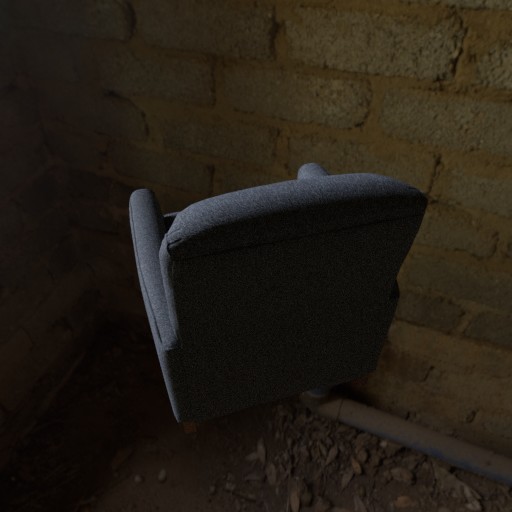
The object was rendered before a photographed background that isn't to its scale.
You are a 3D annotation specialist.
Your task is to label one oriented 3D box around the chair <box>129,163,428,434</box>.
[{"bbox_3d":[0.000,0.000,1.621,0.839,1.016,0.850,-11,43,-12],"label":"chair"}]
